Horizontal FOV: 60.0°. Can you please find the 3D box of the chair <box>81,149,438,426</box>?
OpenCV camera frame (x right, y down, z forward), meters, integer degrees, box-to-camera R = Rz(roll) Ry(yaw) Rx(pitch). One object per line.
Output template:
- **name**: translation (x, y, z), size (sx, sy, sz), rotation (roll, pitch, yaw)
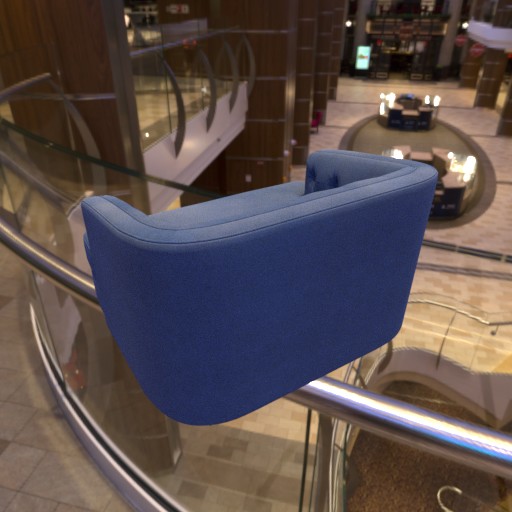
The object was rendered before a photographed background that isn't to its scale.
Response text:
- **chair**: translation (0.000, 0.000, 1.733), size (1.118, 0.787, 0.914), rotation (-18, 35, -27)
